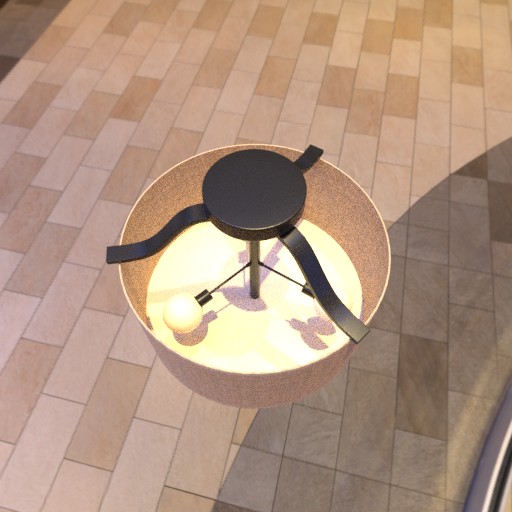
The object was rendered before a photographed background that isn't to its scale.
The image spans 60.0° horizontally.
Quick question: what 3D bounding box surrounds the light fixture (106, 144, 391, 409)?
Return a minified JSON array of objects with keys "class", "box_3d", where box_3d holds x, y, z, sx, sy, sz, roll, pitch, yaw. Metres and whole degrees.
[{"class":"light fixture","box_3d":[0.000,0.000,0.657,0.390,0.306,0.390,0,58,0]}]
